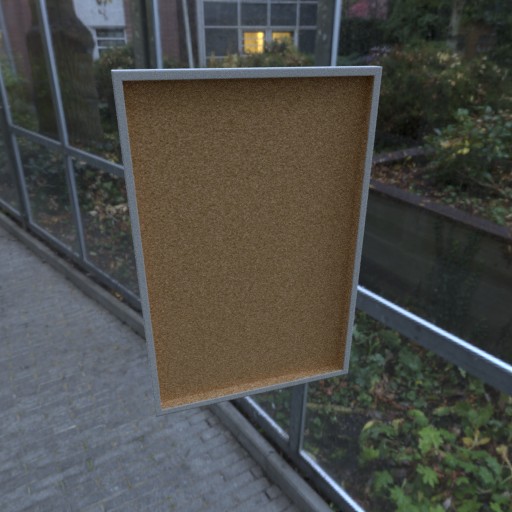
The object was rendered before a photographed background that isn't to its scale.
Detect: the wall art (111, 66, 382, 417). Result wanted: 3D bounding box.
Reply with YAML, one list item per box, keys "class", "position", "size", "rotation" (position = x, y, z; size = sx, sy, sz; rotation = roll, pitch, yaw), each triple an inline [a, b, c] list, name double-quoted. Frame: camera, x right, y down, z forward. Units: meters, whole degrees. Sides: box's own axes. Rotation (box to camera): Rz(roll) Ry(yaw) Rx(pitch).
- class: "wall art"
  position: [0.000, 0.000, 1.171]
  size: [0.610, 0.914, 0.038]
  rotation: [-8, 27, -16]
